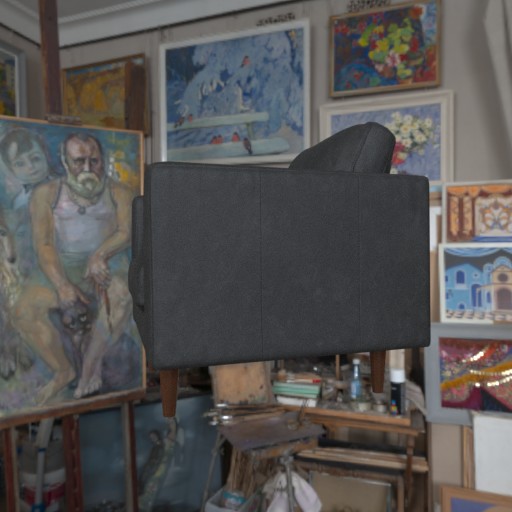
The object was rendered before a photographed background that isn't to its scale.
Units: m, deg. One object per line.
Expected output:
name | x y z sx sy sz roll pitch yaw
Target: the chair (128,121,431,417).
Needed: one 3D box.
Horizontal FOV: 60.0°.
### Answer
chair | 0.000 0.000 1.599 0.879 0.898 0.831 0 1 -18
